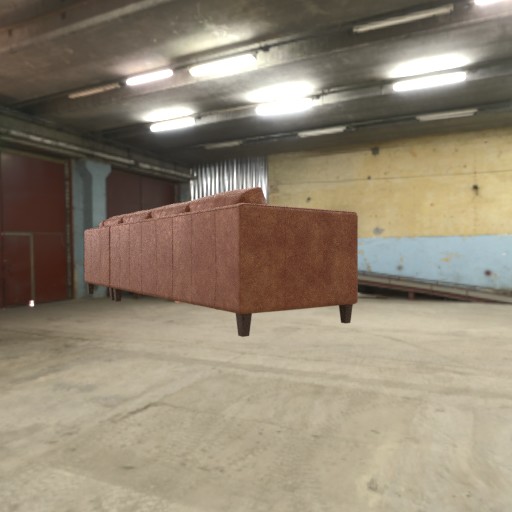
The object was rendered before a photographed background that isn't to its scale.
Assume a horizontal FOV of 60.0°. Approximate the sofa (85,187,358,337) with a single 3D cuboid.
[{"bbox_3d":[0.000,0.000,4.281,2.438,0.838,3.167,0,0,-35],"label":"sofa"}]
